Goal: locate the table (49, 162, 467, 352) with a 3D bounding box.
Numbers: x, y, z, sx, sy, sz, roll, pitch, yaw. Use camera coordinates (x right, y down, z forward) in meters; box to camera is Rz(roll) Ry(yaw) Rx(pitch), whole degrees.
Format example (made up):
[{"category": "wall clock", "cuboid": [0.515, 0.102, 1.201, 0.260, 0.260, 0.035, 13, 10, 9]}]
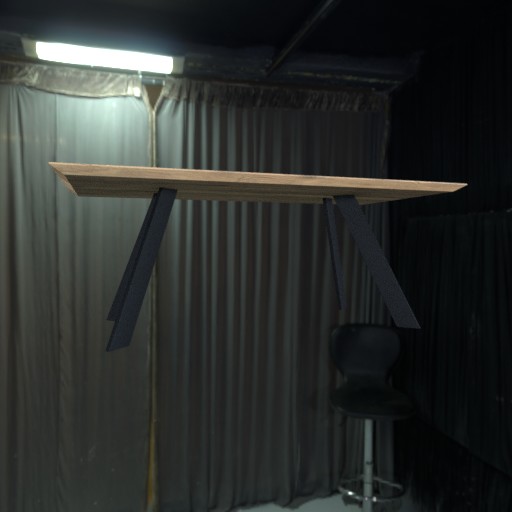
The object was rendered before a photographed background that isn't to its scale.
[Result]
[{"category": "table", "cuboid": [0.000, 0.000, 2.494, 2.000, 0.770, 1.000, -1, 2, -18]}]
